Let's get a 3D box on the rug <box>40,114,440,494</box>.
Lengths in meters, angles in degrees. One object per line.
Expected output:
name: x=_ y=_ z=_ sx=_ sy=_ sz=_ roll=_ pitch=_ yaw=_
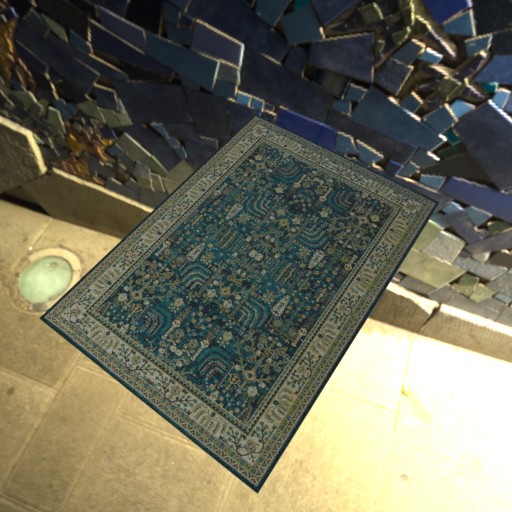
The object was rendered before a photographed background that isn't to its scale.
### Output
rug: x=0.000 y=0.000 z=2.875 sx=1.594 sy=0.013 sz=2.213 roll=31 pitch=63 yaw=18
